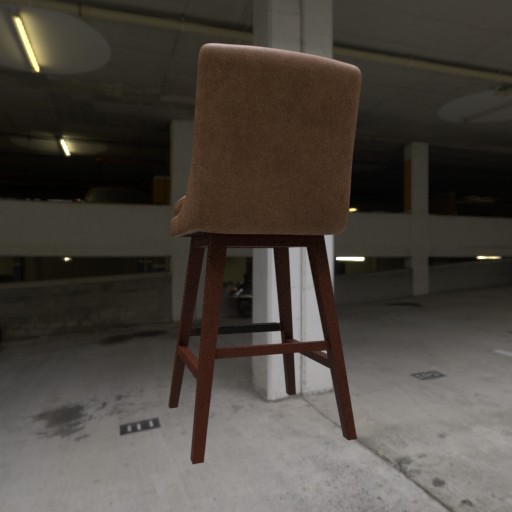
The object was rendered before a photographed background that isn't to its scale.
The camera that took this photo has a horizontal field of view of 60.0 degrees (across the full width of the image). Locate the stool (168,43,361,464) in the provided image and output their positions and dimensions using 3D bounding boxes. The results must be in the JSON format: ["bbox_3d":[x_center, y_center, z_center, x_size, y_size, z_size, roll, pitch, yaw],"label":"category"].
[{"bbox_3d":[0.000,0.000,1.418,0.487,1.079,0.572,0,0,-19],"label":"stool"}]
